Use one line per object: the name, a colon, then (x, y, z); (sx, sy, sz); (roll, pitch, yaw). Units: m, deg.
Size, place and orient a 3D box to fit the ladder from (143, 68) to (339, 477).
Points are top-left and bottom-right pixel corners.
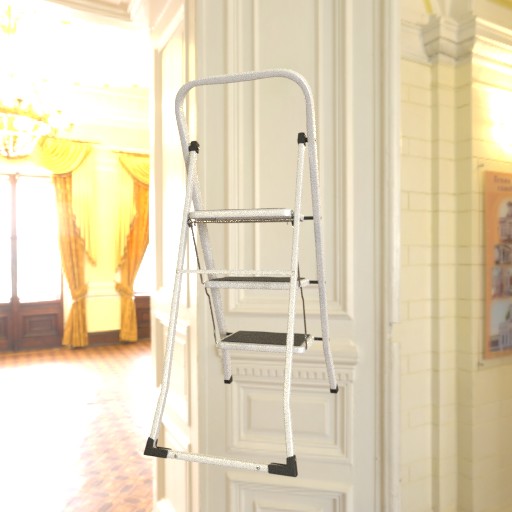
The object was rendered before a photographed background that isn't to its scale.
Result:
ladder: (0.000, 0.000, 1.440); (0.460, 1.050, 0.711); (0, 1, 16)
